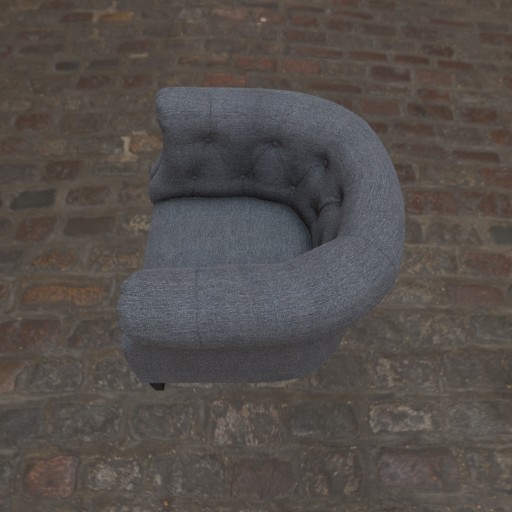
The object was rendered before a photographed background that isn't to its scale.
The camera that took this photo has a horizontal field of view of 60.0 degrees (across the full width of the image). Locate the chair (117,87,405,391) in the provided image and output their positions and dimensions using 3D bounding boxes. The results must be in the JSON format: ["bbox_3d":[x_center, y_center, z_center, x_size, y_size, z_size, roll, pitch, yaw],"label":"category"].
[{"bbox_3d":[0.000,0.000,1.570,0.852,0.827,0.905,0,58,0],"label":"chair"}]
